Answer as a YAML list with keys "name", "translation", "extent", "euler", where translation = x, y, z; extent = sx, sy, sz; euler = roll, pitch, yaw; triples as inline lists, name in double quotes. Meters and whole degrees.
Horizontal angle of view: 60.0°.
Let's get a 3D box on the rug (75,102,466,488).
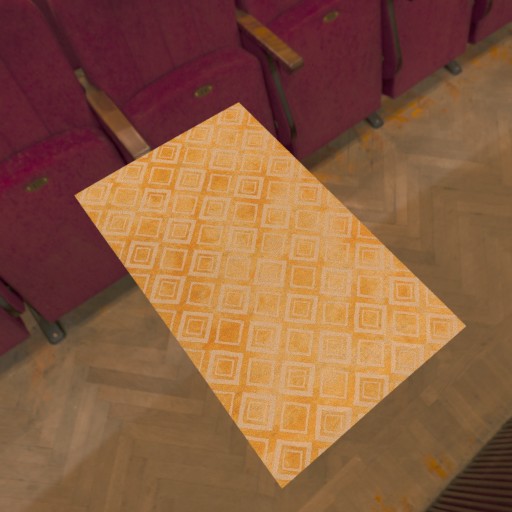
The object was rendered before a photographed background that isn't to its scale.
- name: "rug"
  translation: [0.000, 0.000, 3.044]
  extent: [1.511, 0.010, 2.424]
  euler: [-35, 69, -16]
